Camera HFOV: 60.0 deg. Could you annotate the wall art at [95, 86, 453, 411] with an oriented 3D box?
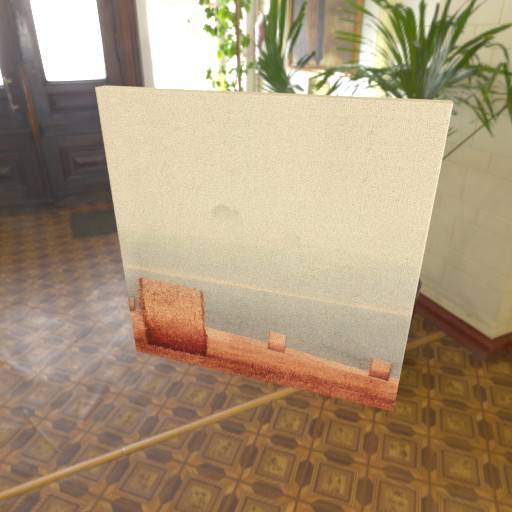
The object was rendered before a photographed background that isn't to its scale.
[{"bbox_3d":[0.000,0.000,0.582,0.405,0.405,0.023,9,29,16],"label":"wall art"}]
